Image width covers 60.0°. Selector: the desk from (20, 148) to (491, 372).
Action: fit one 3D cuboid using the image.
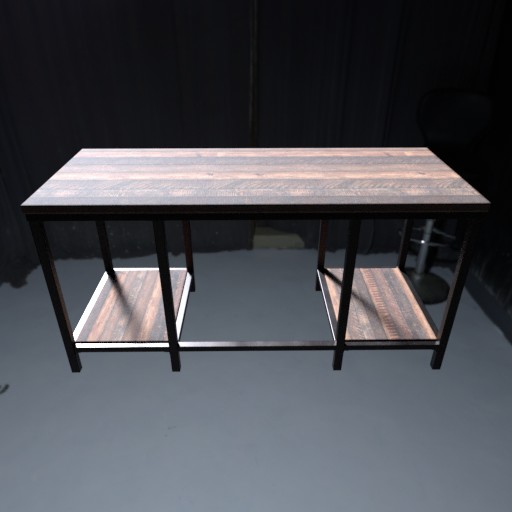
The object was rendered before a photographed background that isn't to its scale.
[{"bbox_3d":[0.000,0.000,1.905,1.538,0.753,0.617,0,30,-1],"label":"desk"}]
